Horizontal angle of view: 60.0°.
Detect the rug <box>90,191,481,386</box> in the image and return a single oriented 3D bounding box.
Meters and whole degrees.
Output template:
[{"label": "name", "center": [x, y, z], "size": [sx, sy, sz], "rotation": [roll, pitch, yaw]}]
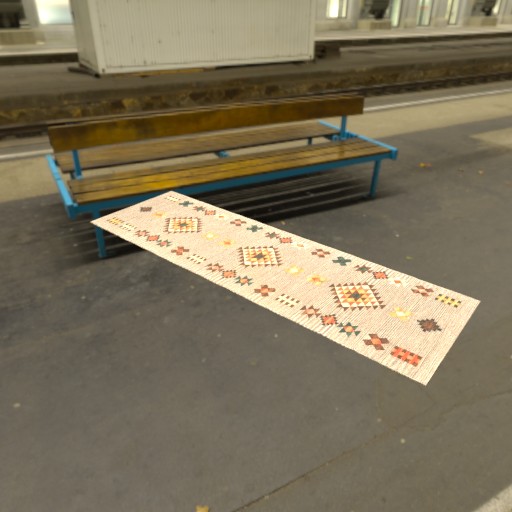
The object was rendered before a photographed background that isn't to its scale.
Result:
[{"label": "rug", "center": [0.000, 0.000, 2.742], "size": [2.432, 0.008, 0.766], "rotation": [22, 37, 33]}]
